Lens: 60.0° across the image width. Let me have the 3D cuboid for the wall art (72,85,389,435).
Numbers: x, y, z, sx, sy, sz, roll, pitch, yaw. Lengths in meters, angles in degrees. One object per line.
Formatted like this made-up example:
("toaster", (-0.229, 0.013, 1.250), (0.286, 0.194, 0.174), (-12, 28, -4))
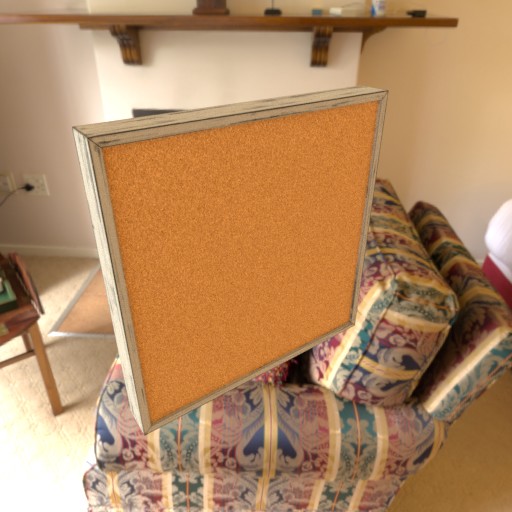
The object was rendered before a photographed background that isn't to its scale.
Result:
("wall art", (0.000, 0.000, 0.462), (0.303, 0.303, 0.036), (-20, 36, -30))
